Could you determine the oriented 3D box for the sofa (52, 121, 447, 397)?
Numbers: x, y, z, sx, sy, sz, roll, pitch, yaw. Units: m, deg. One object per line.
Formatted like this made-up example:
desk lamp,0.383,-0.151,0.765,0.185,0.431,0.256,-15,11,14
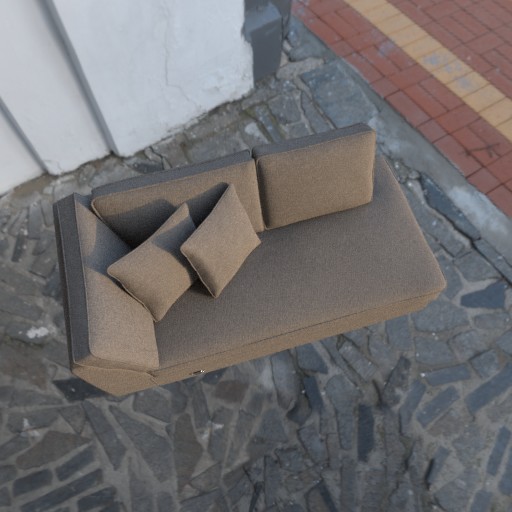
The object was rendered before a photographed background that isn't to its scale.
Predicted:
sofa,0.000,0.000,2.829,2.237,1.033,1.110,-15,65,-7
